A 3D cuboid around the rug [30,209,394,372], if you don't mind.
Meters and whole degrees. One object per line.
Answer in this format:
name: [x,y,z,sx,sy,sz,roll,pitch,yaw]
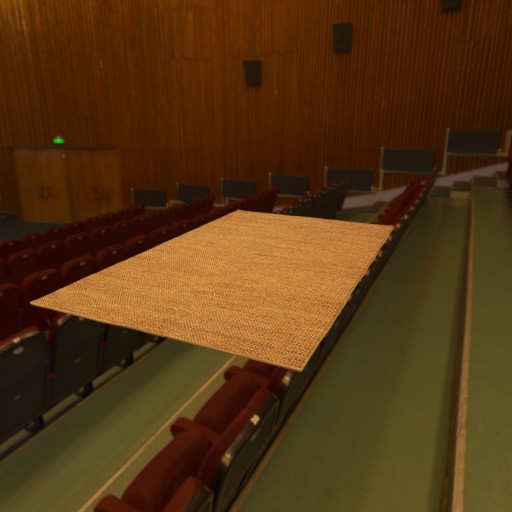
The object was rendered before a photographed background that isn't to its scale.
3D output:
rug: [0.000,0.000,3.094,1.521,0.034,2.438,8,20,23]
